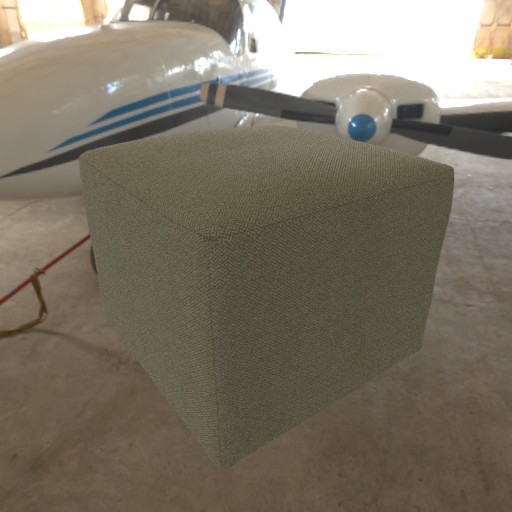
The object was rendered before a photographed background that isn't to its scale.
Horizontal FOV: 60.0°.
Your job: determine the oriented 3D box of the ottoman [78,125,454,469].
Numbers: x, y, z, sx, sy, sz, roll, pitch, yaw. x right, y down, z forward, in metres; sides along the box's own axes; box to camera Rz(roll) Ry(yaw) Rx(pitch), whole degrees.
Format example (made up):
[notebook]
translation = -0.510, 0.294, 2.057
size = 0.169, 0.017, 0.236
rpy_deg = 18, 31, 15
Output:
[ottoman]
translation = 0.000, 0.000, 0.899
size = 0.512, 0.453, 0.521
rpy_deg = -18, 32, -32
